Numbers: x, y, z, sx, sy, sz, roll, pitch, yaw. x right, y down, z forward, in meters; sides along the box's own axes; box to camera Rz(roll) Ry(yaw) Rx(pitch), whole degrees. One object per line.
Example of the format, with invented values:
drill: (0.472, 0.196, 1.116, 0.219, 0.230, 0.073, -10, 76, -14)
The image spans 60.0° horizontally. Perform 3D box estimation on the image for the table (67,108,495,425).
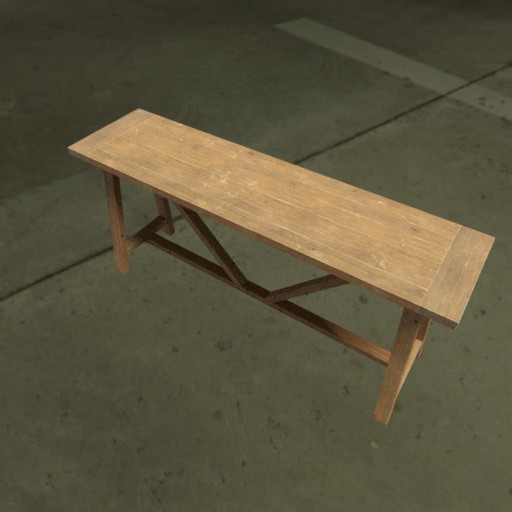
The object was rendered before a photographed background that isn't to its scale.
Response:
table: (0.000, 0.000, 2.128, 1.800, 0.810, 0.465, 25, 50, 23)
